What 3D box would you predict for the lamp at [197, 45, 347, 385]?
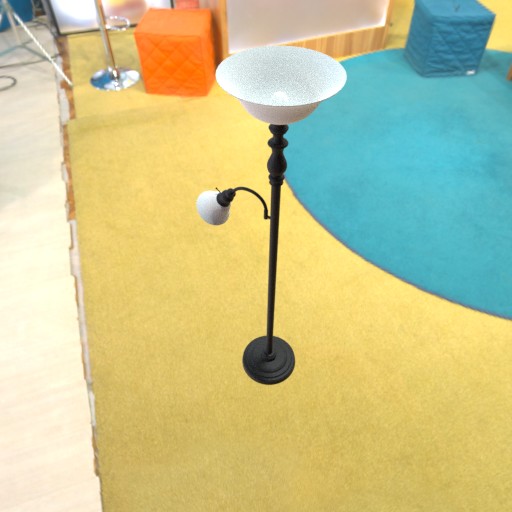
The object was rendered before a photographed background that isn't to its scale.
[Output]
[{"bbox_3d":[0.000,0.000,2.071,0.588,1.793,0.405,25,52,21],"label":"lamp"}]
